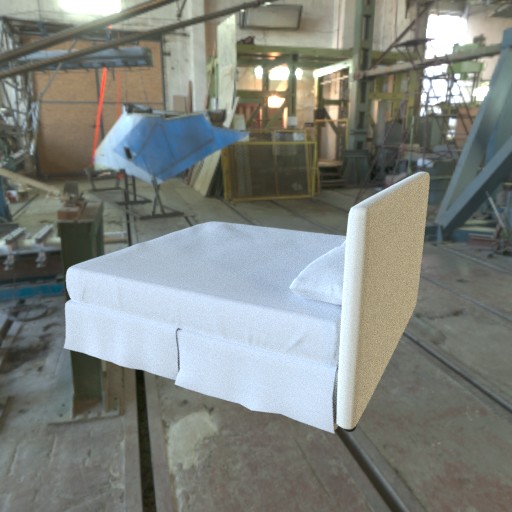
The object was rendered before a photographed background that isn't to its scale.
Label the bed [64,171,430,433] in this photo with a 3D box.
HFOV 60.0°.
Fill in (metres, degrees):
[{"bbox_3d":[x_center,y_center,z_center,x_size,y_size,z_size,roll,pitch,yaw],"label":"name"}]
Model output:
[{"bbox_3d":[0.000,0.000,3.642,2.341,1.317,2.119,9,18,27],"label":"bed"}]
